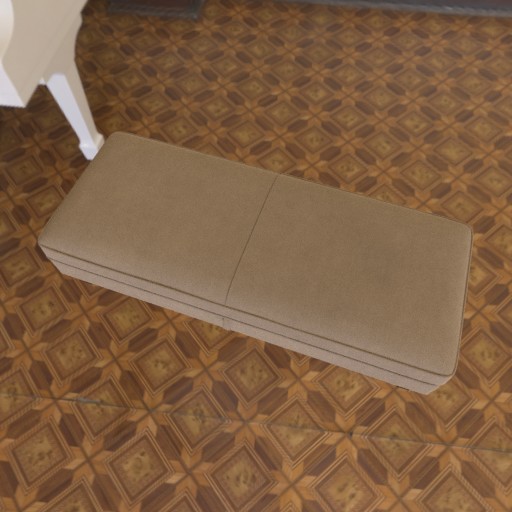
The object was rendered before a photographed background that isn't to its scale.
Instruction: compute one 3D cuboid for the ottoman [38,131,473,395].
[{"bbox_3d":[0.000,0.000,1.984,1.726,0.460,0.735,17,61,10],"label":"ottoman"}]
